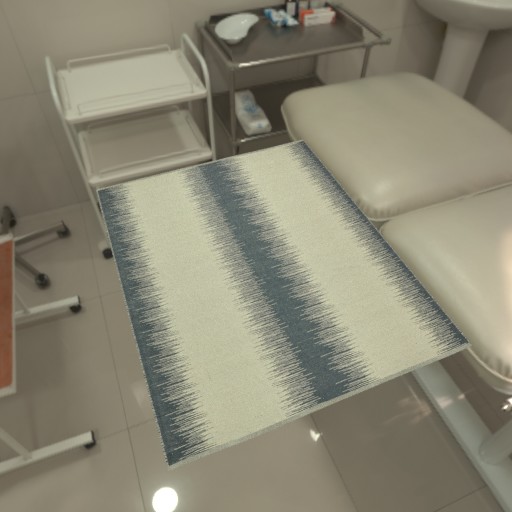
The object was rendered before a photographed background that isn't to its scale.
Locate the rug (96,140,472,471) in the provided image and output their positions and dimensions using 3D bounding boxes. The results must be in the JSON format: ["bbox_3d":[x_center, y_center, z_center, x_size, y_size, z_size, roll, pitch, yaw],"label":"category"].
[{"bbox_3d":[0.000,0.000,4.104,2.453,0.004,3.037,-17,51,-14],"label":"rug"}]
